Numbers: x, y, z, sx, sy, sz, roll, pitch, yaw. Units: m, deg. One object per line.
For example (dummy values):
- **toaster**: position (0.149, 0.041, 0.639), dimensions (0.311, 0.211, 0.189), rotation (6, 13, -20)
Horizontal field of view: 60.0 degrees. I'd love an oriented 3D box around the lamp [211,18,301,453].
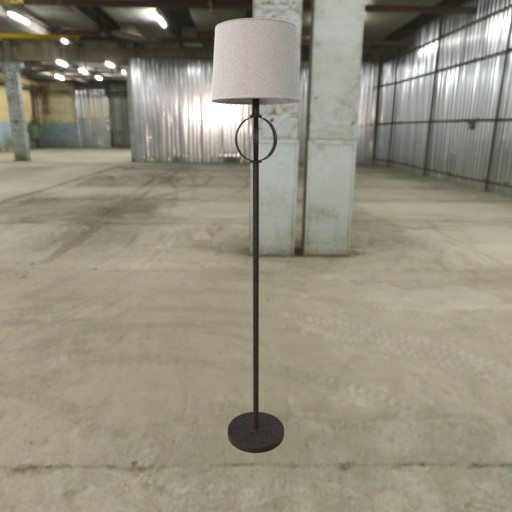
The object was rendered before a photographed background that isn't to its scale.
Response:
- **lamp**: position (0.000, 0.000, 1.566), dimensions (0.286, 1.462, 0.286), rotation (7, 17, 26)
